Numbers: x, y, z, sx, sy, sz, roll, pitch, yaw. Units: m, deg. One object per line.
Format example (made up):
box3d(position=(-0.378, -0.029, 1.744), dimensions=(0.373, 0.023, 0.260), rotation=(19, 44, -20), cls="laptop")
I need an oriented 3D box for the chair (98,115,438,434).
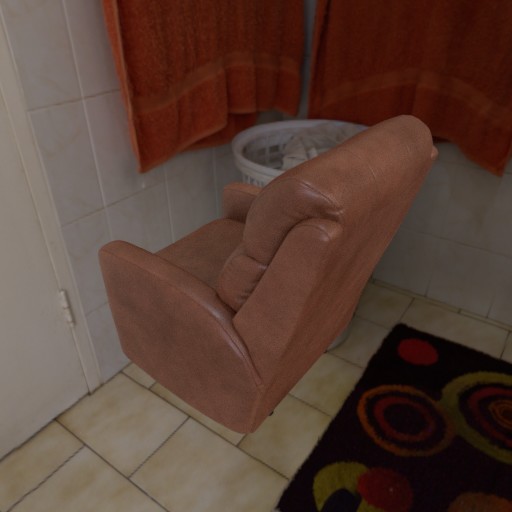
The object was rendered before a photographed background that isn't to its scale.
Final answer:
box3d(position=(0.000, 0.000, 1.628), dimensions=(0.939, 1.016, 0.787), rotation=(22, 39, 31), cls="chair")
